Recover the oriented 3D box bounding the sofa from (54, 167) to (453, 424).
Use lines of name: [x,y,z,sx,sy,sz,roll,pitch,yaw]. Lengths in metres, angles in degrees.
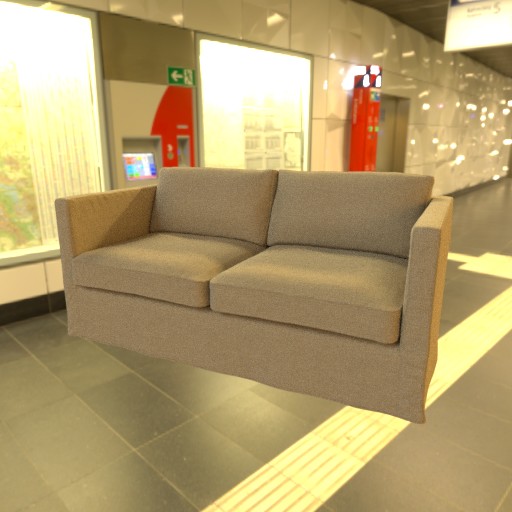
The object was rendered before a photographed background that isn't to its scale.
sofa: [0.000,0.000,2.222,1.766,0.828,0.956,7,16,25]
